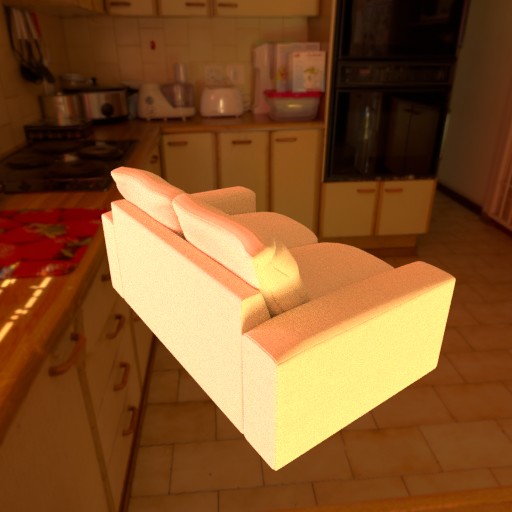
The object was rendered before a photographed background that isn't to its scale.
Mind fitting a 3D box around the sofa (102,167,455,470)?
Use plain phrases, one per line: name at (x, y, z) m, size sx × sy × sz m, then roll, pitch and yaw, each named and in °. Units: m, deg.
sofa at (0.000, 0.000, 2.411) m, size 1.091 × 0.875 × 1.754 m, roll -17°, pitch 30°, yaw -32°
